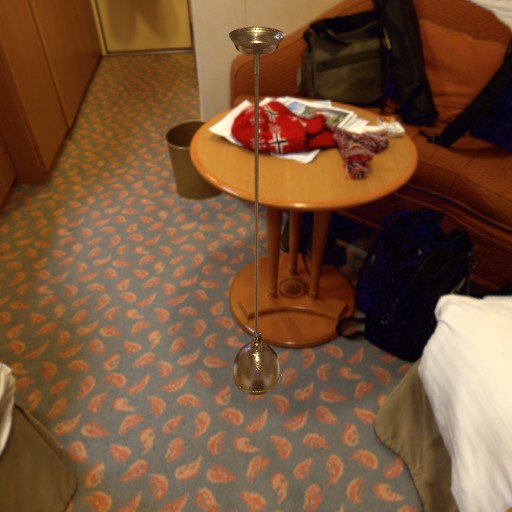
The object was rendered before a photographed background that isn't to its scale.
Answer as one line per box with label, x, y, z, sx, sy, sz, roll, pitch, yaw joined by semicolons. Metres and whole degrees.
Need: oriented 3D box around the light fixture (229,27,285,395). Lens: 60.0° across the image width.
light fixture;0.000;0.000;1.481;0.211;1.367;0.217;26;47;27
